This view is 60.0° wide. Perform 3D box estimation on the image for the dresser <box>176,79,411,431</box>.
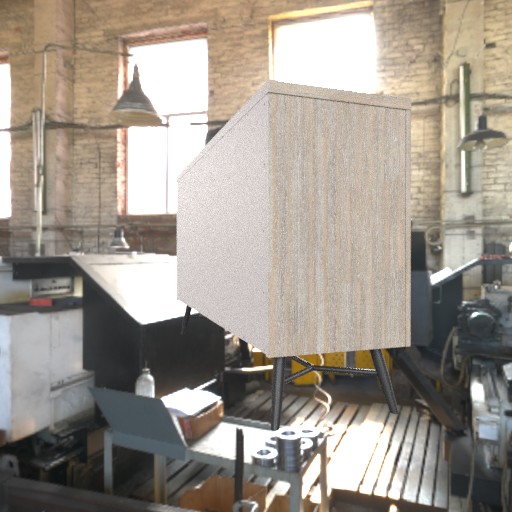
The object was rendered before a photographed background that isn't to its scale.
[{"bbox_3d":[0.000,0.000,1.931,0.457,0.914,1.524,0,0,-19],"label":"dresser"}]
